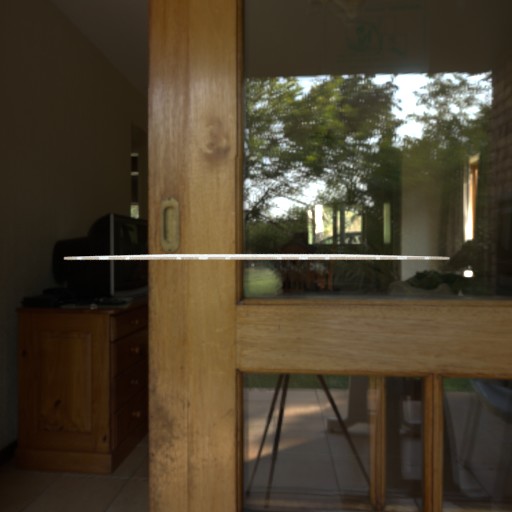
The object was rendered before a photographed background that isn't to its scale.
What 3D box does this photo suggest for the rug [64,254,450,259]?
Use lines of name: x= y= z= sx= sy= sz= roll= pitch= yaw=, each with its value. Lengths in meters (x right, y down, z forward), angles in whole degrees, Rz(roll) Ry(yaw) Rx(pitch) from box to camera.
rug: x=0.000 y=0.000 z=2.809 sx=1.524 sy=0.010 sz=2.134 roll=0 pitch=0 yaw=0
